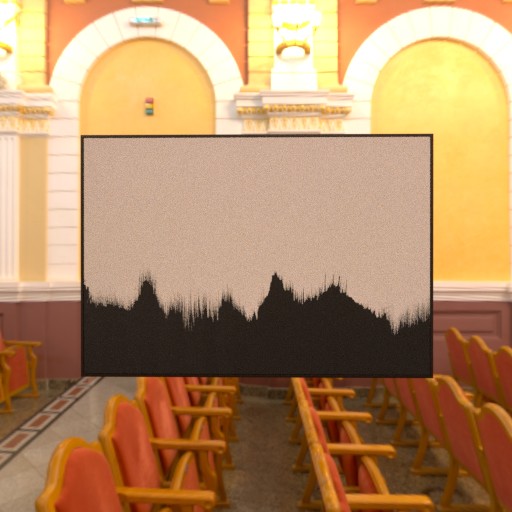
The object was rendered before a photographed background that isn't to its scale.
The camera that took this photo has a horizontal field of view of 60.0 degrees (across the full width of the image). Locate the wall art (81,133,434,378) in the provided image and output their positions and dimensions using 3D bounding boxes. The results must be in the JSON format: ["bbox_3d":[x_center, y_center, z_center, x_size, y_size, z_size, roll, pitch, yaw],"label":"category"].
[{"bbox_3d":[0.000,0.000,1.213,0.957,0.660,0.019,0,0,1],"label":"wall art"}]
